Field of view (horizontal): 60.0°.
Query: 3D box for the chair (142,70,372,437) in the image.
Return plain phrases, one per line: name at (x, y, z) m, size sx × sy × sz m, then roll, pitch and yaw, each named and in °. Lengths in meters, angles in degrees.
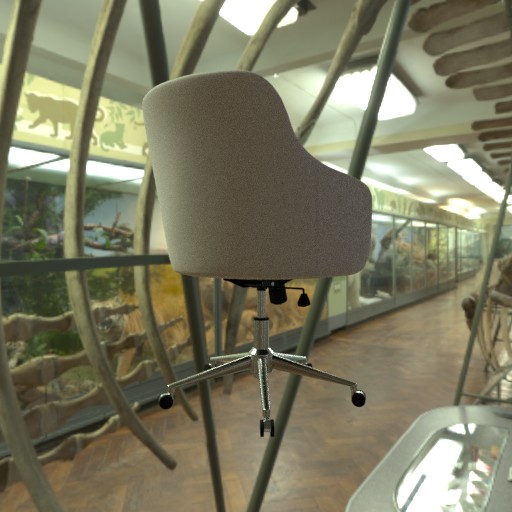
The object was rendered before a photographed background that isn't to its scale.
chair at (0.000, 0.000, 1.267) m, size 0.602 × 0.819 × 0.647 m, roll 1°, pitch 1°, yaw 35°
